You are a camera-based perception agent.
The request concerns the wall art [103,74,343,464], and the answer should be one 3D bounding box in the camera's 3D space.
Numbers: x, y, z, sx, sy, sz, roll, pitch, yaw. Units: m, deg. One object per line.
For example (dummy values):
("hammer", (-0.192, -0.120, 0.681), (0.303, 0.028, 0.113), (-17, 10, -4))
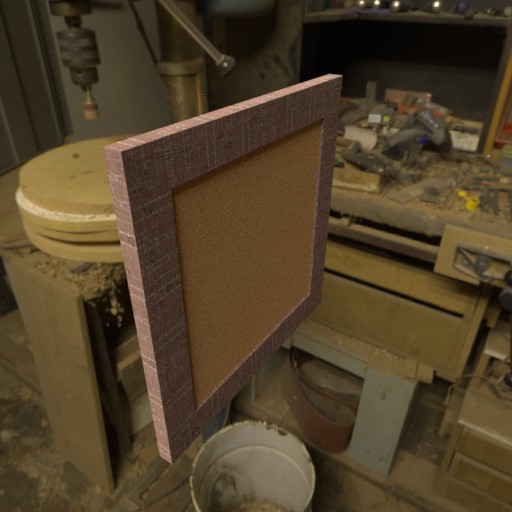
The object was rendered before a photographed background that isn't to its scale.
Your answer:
("wall art", (0.000, 0.000, 0.787), (0.029, 0.531, 0.531), (20, 37, 29))
